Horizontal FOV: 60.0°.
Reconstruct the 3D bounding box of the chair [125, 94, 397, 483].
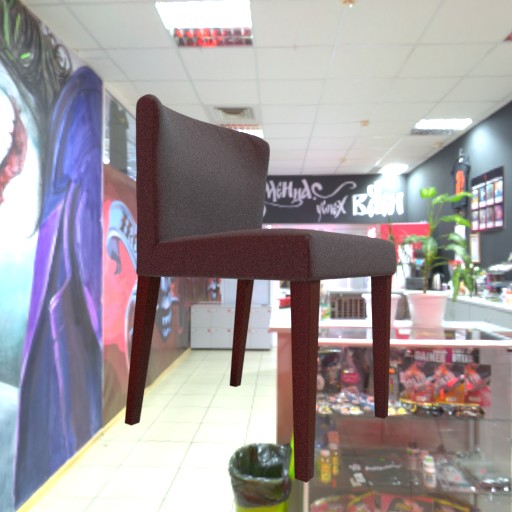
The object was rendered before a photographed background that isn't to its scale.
[{"bbox_3d":[0.000,0.000,1.148,0.592,0.839,0.491,-1,-1,36],"label":"chair"}]
